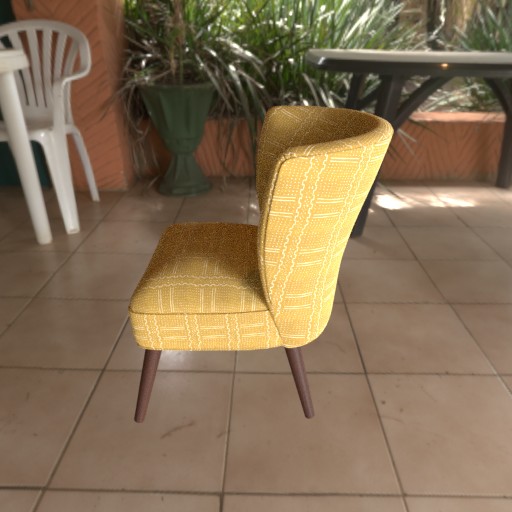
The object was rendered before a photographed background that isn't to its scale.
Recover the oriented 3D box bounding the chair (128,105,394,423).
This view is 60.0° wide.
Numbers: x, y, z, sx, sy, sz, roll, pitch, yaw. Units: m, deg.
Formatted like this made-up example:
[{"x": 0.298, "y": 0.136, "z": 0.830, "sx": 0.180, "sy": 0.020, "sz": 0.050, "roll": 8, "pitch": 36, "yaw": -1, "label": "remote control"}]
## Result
[{"x": 0.000, "y": 0.000, "z": 1.439, "sx": 0.758, "sy": 0.866, "sz": 0.706, "roll": 0, "pitch": 27, "yaw": 0, "label": "chair"}]
